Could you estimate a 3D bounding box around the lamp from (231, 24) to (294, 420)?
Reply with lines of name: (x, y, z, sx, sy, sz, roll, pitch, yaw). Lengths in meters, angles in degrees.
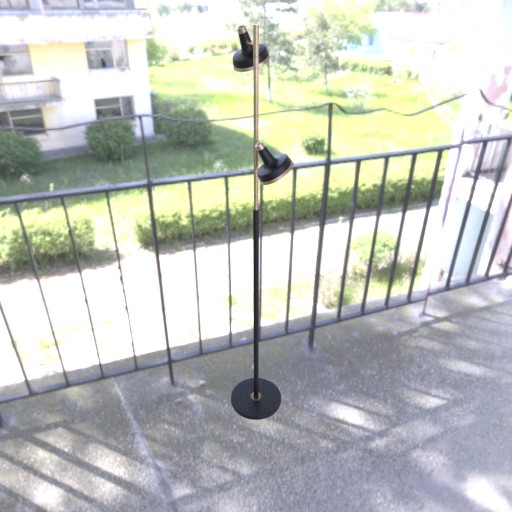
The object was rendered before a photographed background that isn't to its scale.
lamp: (0.000, 0.000, 1.807, 0.253, 1.674, 0.351, -11, 32, -17)
